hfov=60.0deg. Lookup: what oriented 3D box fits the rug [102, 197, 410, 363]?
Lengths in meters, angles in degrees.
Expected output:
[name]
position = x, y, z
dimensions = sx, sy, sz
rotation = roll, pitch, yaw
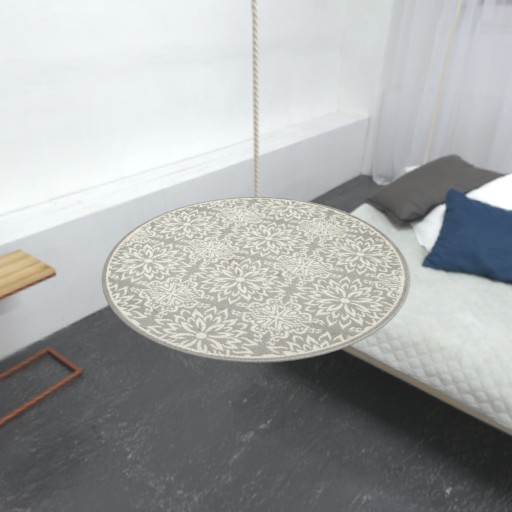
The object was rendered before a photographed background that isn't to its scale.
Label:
[rug]
position = 0.000, 0.000, 2.386
dimensions = 1.593, 0.012, 1.593
rotation = 0, 31, 0
